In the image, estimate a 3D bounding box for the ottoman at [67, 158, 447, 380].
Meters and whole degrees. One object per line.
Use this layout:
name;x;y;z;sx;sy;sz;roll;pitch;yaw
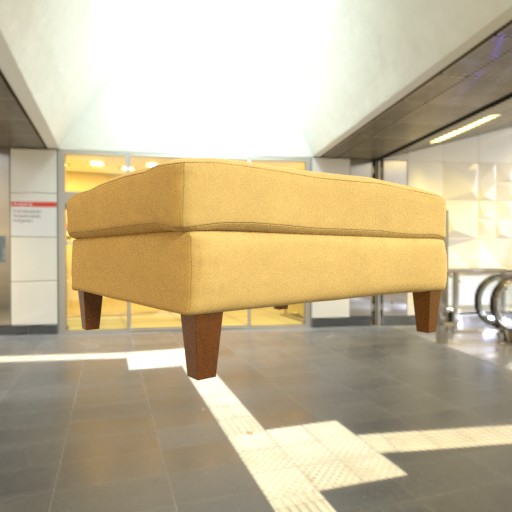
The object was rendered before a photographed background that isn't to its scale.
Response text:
ottoman;0.000;0.000;1.470;1.002;0.492;0.836;0;1;-38
